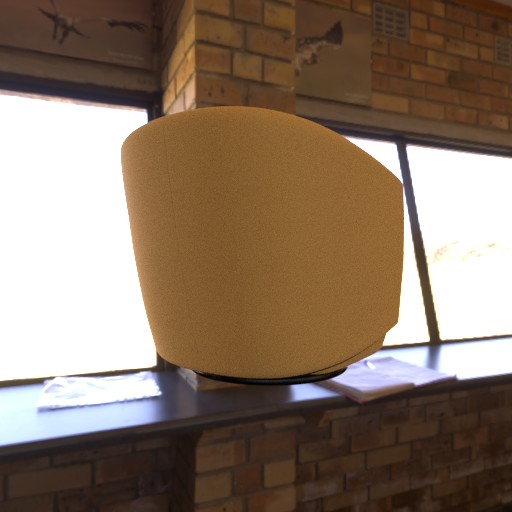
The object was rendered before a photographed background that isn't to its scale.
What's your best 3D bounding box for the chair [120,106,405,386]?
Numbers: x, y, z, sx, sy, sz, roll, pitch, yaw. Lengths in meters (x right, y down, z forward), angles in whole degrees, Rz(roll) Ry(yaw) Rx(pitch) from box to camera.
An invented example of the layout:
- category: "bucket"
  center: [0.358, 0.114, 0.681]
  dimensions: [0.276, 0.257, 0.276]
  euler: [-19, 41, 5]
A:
- category: "chair"
  center: [0.000, 0.000, 1.375]
  dimensions: [0.773, 0.698, 0.767]
  euler: [0, -1, 35]
